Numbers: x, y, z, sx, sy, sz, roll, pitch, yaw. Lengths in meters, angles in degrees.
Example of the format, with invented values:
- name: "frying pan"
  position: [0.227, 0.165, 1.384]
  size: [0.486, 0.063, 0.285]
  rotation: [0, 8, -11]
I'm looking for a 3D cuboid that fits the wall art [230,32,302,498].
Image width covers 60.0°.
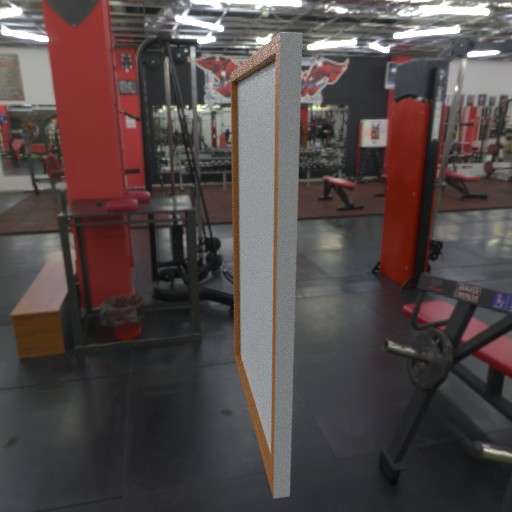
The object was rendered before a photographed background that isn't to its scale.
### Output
- name: "wall art"
  position: [0.000, 0.000, 1.117]
  size: [0.037, 0.916, 0.610]
  rotation: [-3, 17, -10]
